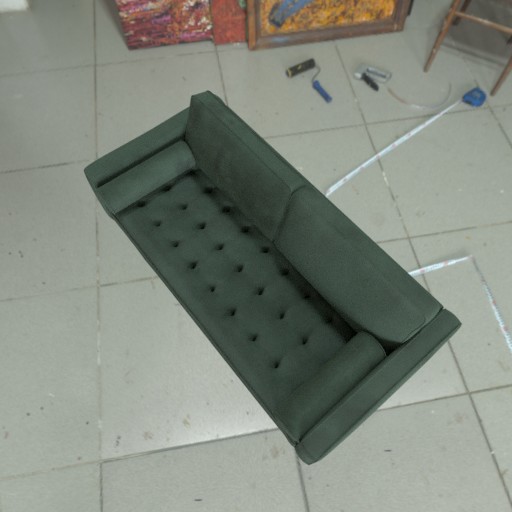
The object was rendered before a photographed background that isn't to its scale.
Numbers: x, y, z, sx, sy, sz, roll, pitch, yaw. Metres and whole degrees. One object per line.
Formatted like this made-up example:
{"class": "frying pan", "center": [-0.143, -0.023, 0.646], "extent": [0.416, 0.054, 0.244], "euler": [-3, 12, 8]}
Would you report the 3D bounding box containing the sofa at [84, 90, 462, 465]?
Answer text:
{"class": "sofa", "center": [0.000, 0.000, 2.337], "extent": [0.916, 0.772, 1.880], "euler": [-36, 68, -17]}
